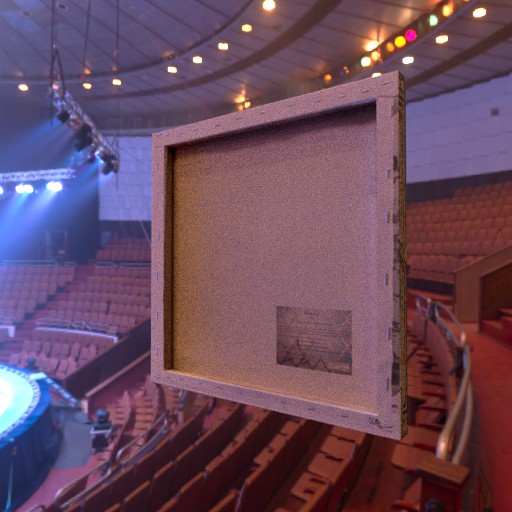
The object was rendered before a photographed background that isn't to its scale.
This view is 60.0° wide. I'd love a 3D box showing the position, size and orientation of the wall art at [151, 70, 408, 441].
[{"bbox_3d":[0.000,0.000,0.917,0.609,0.607,0.036,-1,-1,36],"label":"wall art"}]
